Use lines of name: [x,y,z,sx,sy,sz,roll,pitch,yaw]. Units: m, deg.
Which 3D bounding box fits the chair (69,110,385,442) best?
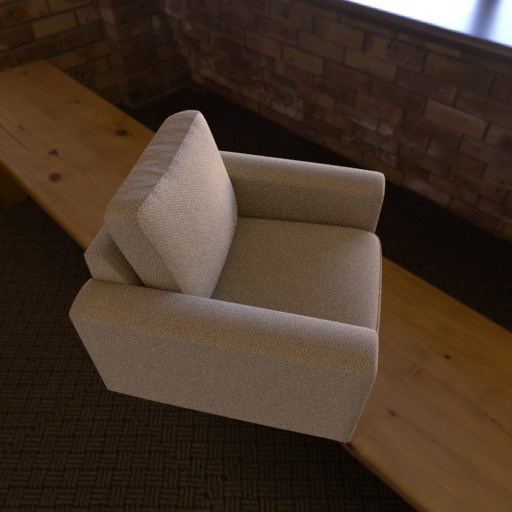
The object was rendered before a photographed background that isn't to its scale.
chair: [0.000,0.000,1.761,1.016,0.873,1.005,9,48,8]
